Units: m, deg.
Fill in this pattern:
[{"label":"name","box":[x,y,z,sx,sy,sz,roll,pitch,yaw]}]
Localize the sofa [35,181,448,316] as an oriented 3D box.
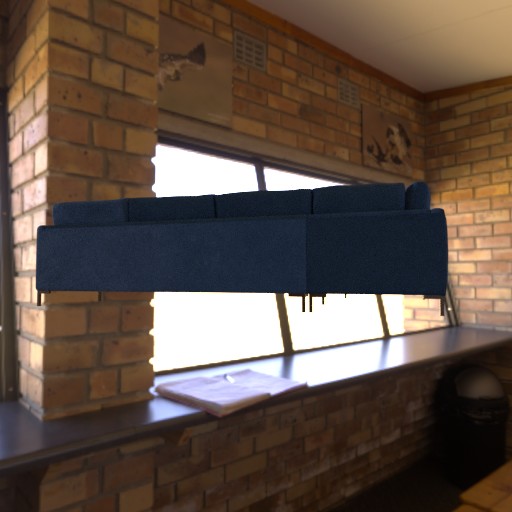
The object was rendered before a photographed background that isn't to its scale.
[{"label":"sofa","box":[0.000,0.000,3.892,2.949,0.815,2.007,-1,-3,17]}]
